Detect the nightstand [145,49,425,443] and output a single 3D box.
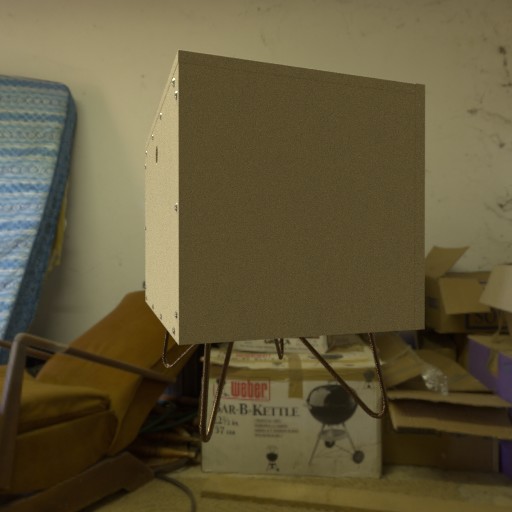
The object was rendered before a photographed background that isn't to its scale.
[{"bbox_3d":[0.000,0.000,1.004,0.447,0.604,0.614,0,0,-18],"label":"nightstand"}]
